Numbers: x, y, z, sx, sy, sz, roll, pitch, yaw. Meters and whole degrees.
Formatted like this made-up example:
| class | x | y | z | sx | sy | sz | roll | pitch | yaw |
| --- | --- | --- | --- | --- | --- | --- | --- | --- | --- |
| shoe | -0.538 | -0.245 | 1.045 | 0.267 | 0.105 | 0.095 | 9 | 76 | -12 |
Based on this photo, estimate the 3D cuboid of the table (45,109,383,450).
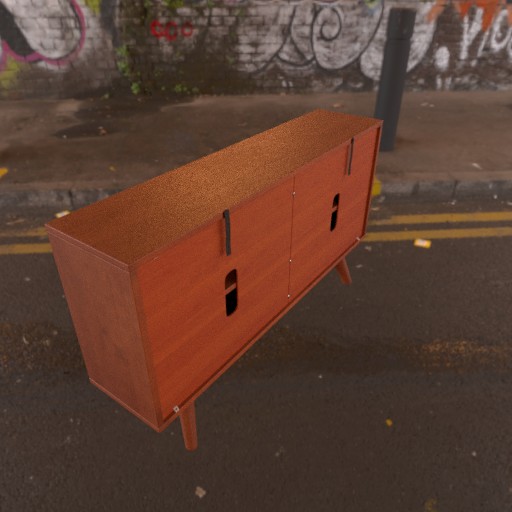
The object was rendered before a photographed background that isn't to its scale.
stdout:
| class | x | y | z | sx | sy | sz | roll | pitch | yaw |
| --- | --- | --- | --- | --- | --- | --- | --- | --- | --- |
| table | 0.000 | 0.000 | 1.515 | 0.308 | 0.698 | 1.220 | 22 | 38 | 30 |
